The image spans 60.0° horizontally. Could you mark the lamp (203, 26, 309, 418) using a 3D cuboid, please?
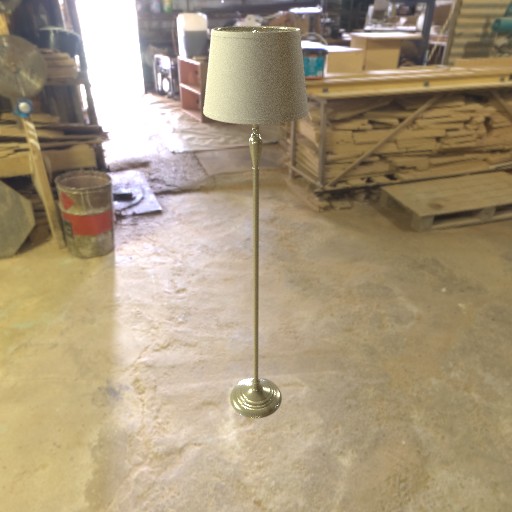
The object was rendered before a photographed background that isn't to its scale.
[{"bbox_3d":[0.000,0.000,1.649,0.327,1.506,0.327,-10,32,-17],"label":"lamp"}]
